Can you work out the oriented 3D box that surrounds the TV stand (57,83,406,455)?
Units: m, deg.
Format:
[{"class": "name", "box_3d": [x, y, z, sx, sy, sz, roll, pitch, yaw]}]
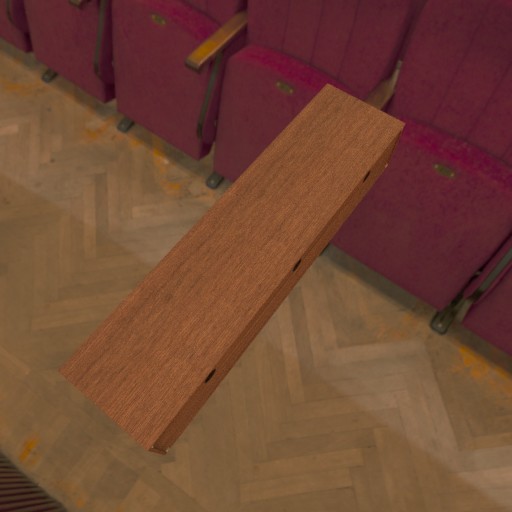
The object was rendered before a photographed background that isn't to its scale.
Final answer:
[{"class": "TV stand", "box_3d": [0.000, 0.000, 1.717, 0.366, 0.409, 1.482, 34, 68, 16]}]
